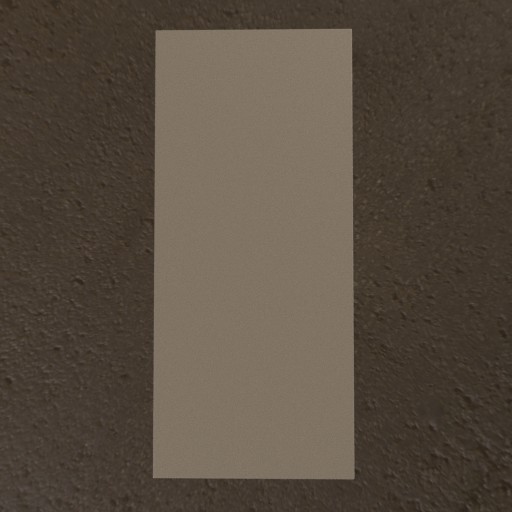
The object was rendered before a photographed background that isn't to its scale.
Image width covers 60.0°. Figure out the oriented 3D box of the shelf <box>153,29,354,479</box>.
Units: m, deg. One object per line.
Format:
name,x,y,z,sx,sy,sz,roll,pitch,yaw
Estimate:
shelf,0.000,0.000,1.249,0.396,0.732,0.895,0,89,1
